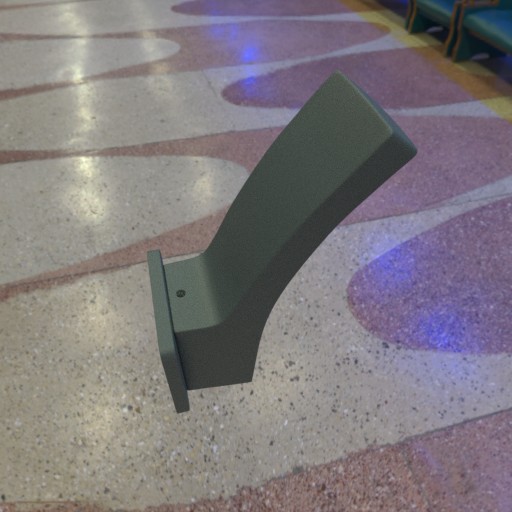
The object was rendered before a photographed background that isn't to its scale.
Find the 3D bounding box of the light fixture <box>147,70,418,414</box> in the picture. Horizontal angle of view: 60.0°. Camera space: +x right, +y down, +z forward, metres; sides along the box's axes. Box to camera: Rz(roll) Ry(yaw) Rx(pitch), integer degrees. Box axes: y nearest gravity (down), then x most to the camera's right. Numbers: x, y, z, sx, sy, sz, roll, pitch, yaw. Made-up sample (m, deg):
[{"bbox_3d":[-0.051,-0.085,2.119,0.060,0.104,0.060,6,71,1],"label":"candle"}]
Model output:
[{"bbox_3d":[0.000,0.000,0.339,0.174,0.243,0.108,-11,47,-10],"label":"light fixture"}]
